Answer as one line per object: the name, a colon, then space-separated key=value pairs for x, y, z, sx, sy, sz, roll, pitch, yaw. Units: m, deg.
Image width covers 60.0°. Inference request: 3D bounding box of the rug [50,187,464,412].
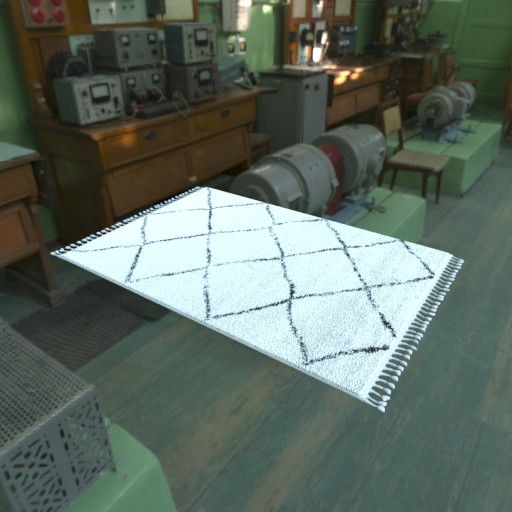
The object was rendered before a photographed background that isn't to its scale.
rug: x=0.000 y=0.000 z=2.917 sx=2.307 sy=0.031 sz=1.494 roll=19 pitch=35 yaw=29
